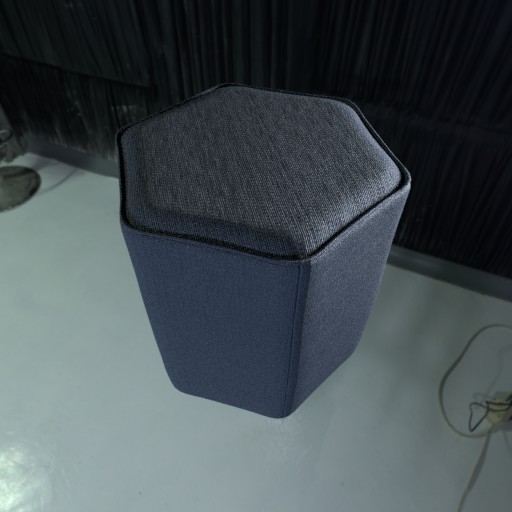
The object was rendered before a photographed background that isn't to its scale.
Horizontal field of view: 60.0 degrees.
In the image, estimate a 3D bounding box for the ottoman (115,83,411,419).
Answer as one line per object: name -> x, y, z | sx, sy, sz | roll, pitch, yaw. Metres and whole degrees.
ottoman -> 0.000, 0.000, 0.884 | 0.492, 0.505, 0.454 | 15, 49, 13
